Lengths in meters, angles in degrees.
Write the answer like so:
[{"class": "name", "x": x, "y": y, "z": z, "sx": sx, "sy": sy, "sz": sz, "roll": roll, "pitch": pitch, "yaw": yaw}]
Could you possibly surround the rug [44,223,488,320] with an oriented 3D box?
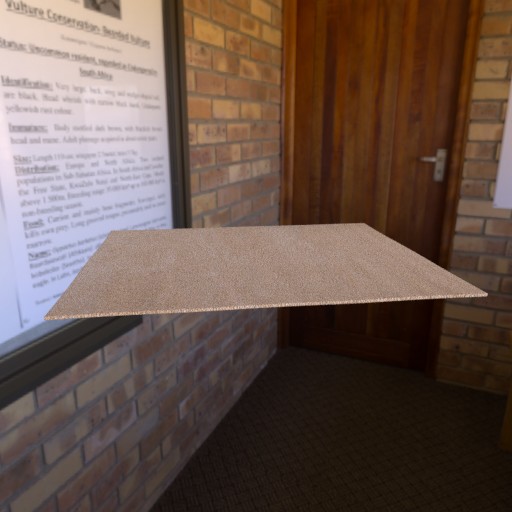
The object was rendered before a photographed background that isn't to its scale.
[{"class": "rug", "x": 0.000, "y": 0.000, "z": 4.100, "sx": 3.000, "sy": 0.025, "sz": 2.400, "roll": -2, "pitch": 17, "yaw": -7}]
